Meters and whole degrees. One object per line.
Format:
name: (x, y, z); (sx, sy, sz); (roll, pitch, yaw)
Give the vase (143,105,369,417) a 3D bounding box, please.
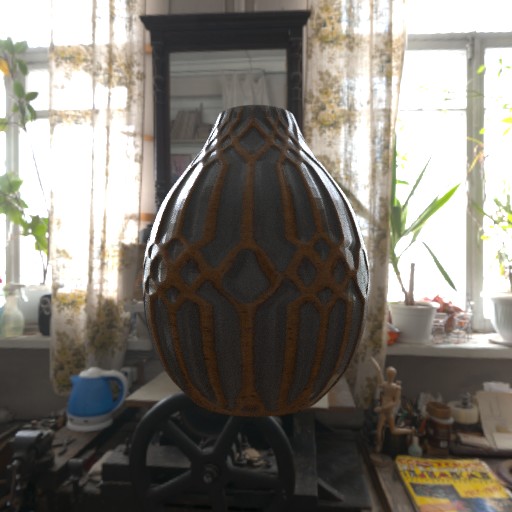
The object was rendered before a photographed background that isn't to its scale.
vase: (0.000, 0.000, 0.139); (0.069, 0.088, 0.069); (0, 0, 0)
